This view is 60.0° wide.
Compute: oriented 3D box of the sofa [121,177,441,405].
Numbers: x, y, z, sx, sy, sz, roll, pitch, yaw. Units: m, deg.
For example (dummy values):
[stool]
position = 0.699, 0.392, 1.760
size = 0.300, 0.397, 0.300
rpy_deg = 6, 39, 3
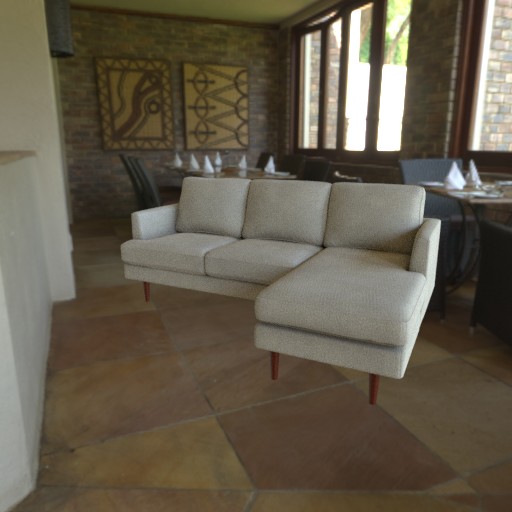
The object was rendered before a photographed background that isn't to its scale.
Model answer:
[sofa]
position = 0.000, 0.000, 3.056
size = 2.233, 0.956, 1.504
rpy_deg = 7, 16, 26
